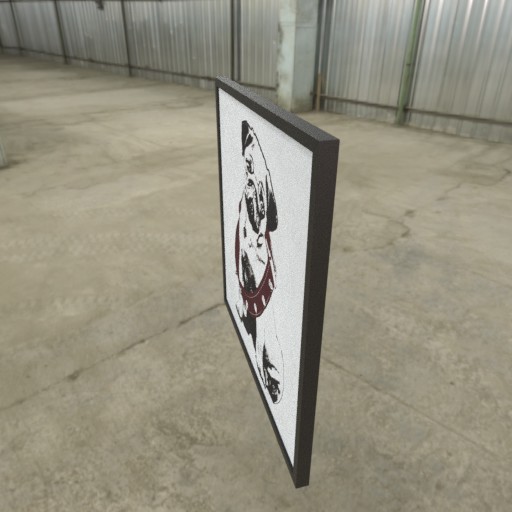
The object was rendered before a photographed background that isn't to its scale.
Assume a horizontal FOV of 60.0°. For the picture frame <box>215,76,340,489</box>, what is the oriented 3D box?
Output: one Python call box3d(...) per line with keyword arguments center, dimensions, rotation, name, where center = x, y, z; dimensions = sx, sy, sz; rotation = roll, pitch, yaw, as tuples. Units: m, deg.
box3d(center=(0.000, 0.000, 1.137), dimensions=(0.032, 0.775, 0.775), rotation=(-8, 29, -14), name="picture frame")
